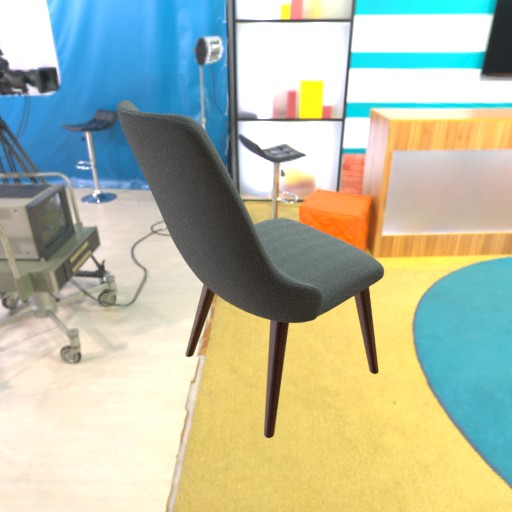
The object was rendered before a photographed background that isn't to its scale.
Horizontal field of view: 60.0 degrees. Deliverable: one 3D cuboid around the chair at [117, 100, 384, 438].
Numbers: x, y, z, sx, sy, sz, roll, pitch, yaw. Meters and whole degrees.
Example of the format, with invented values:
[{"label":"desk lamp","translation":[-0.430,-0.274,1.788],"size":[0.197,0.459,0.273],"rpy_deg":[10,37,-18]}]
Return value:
[{"label":"chair","translation":[0.000,0.000,1.340],"size":[0.707,0.918,0.535],"rpy_deg":[-19,32,-33]}]
